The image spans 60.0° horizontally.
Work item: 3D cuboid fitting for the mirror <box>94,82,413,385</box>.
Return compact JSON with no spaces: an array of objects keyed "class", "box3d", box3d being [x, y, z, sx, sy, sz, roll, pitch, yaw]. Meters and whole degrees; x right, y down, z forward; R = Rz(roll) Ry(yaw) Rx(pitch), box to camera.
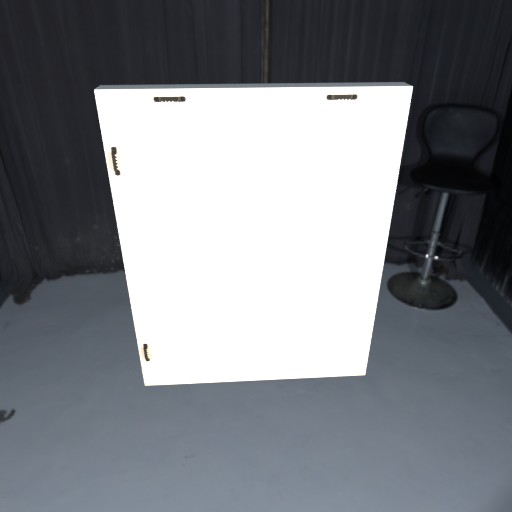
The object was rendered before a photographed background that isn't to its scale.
[{"class":"mirror","box3d":[0.000,0.000,0.702,0.406,0.509,0.041,-2,30,-3]}]
